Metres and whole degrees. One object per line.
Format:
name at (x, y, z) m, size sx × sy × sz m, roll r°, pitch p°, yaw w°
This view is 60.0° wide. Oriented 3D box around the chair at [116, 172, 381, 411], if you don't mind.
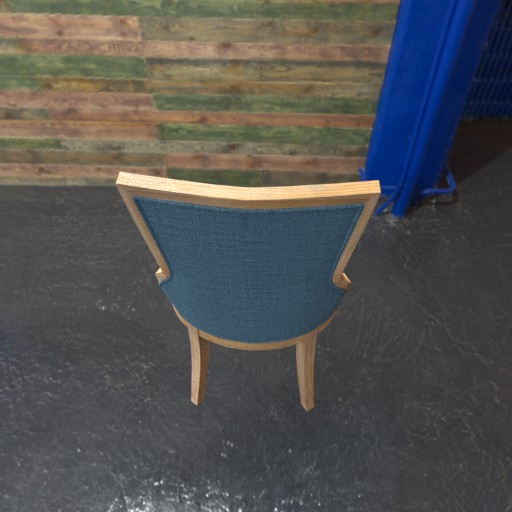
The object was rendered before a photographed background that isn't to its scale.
chair at (0.000, 0.000, 1.295) m, size 0.524 × 0.947 × 0.641 m, roll 2°, pitch 46°, yaw 2°
